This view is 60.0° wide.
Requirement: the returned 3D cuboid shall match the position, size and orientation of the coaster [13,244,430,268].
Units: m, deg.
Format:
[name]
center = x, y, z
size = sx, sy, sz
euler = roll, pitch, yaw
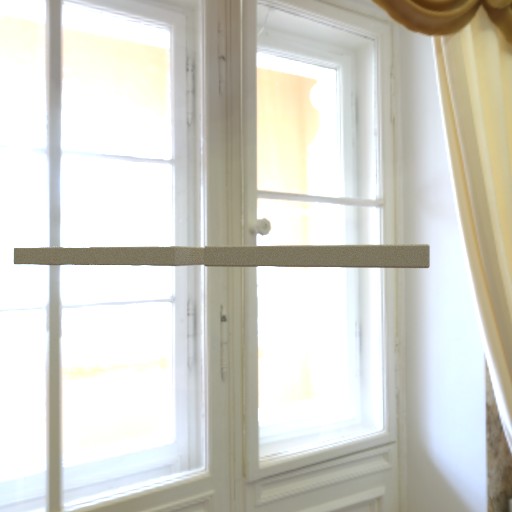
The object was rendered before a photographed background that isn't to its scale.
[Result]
[coaster]
center = 0.000, 0.000, 0.318
size = 0.219, 0.010, 0.214
euler = 0, 0, 17
